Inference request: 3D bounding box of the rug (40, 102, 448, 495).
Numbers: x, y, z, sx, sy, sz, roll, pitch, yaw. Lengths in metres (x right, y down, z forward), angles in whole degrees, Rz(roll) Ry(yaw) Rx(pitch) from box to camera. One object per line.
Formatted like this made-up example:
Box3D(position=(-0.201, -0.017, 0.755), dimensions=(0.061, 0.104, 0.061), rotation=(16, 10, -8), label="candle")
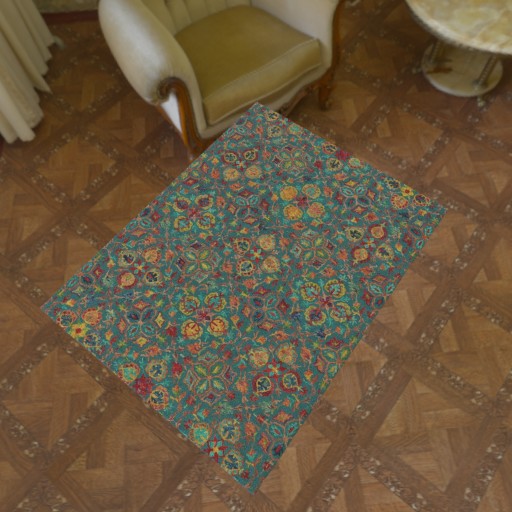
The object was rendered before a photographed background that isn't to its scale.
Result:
Box3D(position=(0.000, 0.000, 4.216), dimensions=(2.434, 0.025, 3.204), rotation=(34, 68, 16), label="rug")
